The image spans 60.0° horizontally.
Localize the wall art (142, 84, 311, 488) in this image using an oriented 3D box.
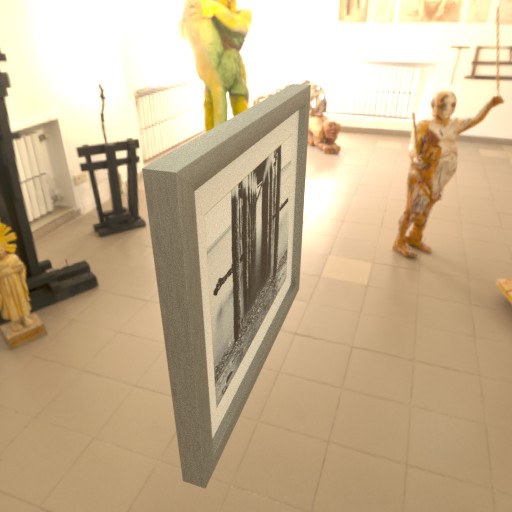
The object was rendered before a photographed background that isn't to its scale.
[{"bbox_3d":[0.000,0.000,0.524,0.028,0.330,0.380,10,31,17],"label":"wall art"}]
